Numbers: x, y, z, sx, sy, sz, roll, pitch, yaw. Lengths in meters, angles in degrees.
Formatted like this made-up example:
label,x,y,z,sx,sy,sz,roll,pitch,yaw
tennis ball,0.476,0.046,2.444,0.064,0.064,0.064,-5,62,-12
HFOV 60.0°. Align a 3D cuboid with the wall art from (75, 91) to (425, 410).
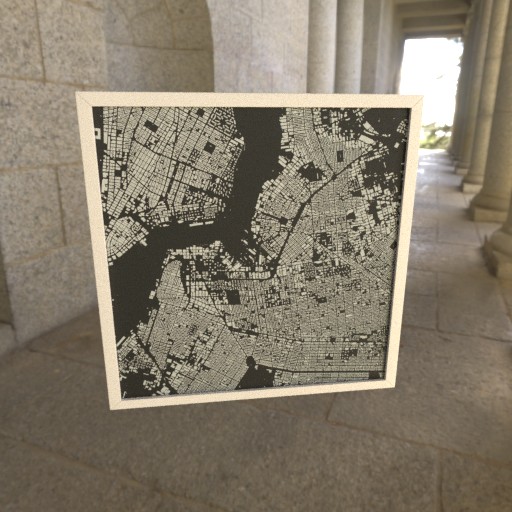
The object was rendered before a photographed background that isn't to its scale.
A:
label,x,y,z,sx,sy,sz,roll,pitch,yaw
wall art,0.000,0.000,0.444,0.305,0.305,0.037,-2,17,-7
